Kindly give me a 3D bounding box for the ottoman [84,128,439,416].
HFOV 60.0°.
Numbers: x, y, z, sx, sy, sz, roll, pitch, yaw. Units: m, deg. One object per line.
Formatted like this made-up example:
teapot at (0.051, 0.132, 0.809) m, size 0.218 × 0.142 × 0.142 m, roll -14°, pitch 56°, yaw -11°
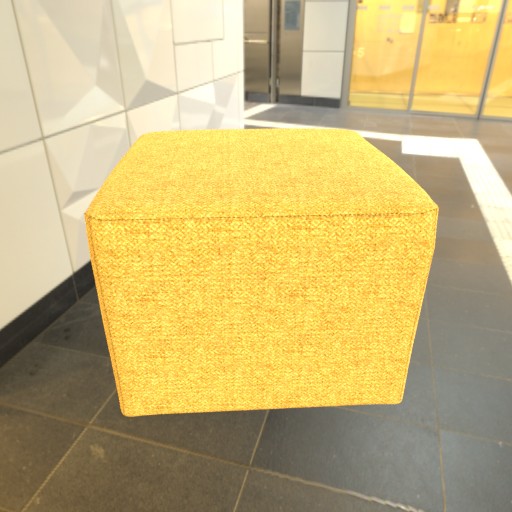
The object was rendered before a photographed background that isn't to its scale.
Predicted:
ottoman at (0.000, 0.000, 0.911) m, size 0.512 × 0.441 × 0.505 m, roll -2°, pitch 28°, yaw -3°
